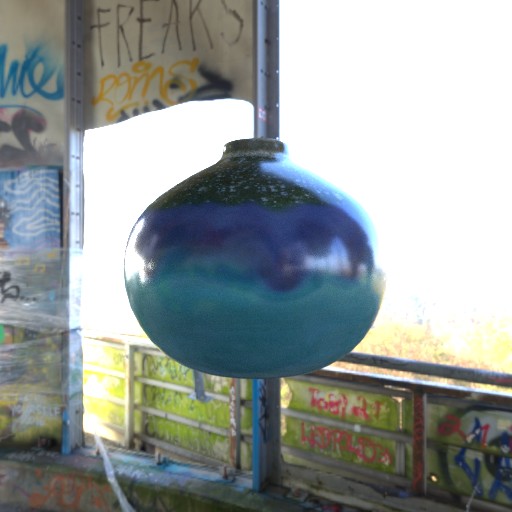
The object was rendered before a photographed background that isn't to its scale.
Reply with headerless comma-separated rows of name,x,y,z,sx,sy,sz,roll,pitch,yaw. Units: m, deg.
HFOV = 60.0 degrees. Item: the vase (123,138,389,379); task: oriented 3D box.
vase,0.000,0.000,0.268,0.154,0.133,0.154,0,0,0
